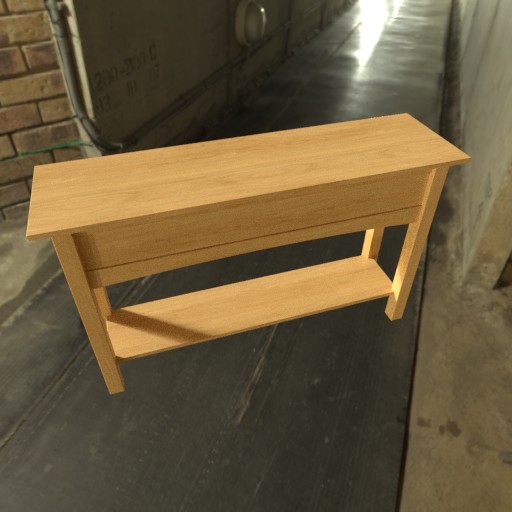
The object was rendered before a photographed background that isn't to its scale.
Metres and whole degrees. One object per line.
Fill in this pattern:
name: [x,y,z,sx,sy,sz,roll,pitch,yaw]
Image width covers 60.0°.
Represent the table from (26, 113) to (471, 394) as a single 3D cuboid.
table: [0.000,0.000,1.541,1.240,0.730,0.350,-12,42,-13]
